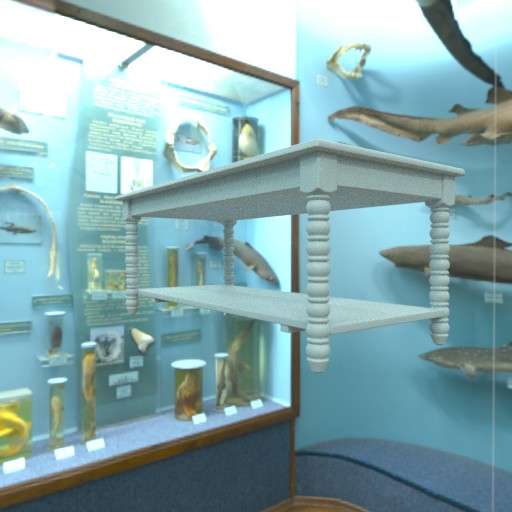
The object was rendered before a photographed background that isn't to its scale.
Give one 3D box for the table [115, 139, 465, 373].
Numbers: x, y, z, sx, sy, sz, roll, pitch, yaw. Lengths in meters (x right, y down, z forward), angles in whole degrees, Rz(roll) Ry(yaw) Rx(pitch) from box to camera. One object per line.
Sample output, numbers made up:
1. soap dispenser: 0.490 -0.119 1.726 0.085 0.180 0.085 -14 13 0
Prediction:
1. table: 0.000 0.000 1.522 0.580 0.487 1.171 -1 1 -37
